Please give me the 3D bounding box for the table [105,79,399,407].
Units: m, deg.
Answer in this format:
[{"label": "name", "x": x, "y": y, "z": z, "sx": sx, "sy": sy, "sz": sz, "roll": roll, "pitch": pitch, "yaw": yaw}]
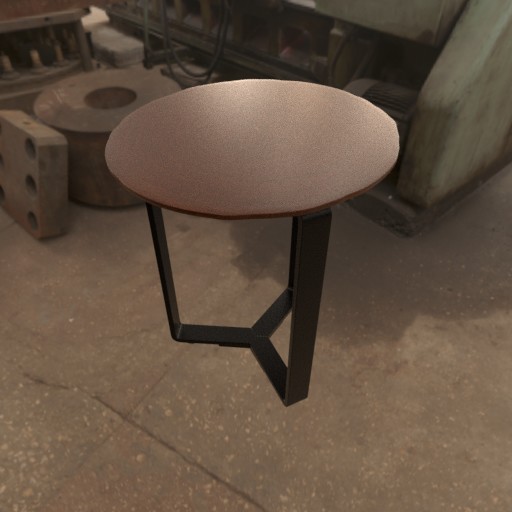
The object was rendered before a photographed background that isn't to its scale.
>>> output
[{"label": "table", "x": 0.000, "y": 0.000, "z": 0.749, "sx": 0.380, "sy": 0.450, "sz": 0.410, "roll": 24, "pitch": 46, "yaw": 25}]
